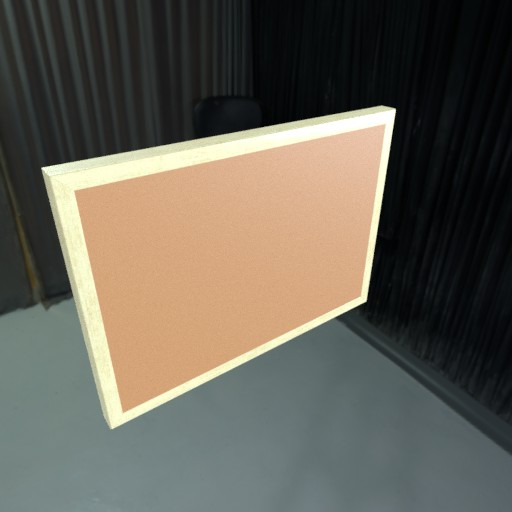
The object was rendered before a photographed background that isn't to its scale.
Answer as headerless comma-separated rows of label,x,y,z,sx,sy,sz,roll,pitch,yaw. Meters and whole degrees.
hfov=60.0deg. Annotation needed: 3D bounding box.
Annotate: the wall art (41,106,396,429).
wall art,0.000,0.000,0.684,0.533,0.381,0.032,-20,36,-30
